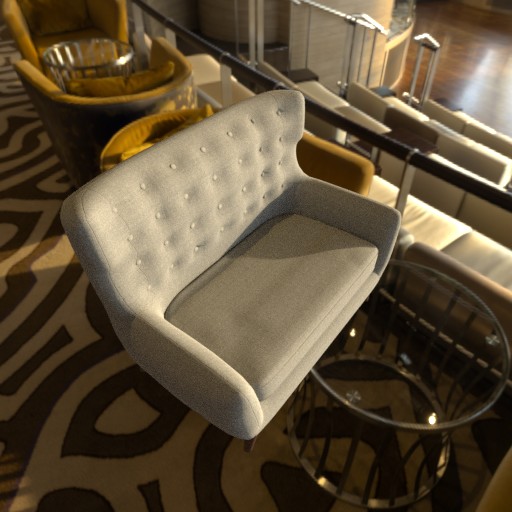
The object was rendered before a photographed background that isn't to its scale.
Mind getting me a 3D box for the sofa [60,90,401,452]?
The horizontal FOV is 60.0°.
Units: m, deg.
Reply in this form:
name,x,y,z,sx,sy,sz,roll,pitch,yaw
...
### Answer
name,x,y,z,sx,sy,sz,roll,pitch,yaw
sofa,0.000,0.000,2.052,0.884,1.028,1.386,27,48,27
